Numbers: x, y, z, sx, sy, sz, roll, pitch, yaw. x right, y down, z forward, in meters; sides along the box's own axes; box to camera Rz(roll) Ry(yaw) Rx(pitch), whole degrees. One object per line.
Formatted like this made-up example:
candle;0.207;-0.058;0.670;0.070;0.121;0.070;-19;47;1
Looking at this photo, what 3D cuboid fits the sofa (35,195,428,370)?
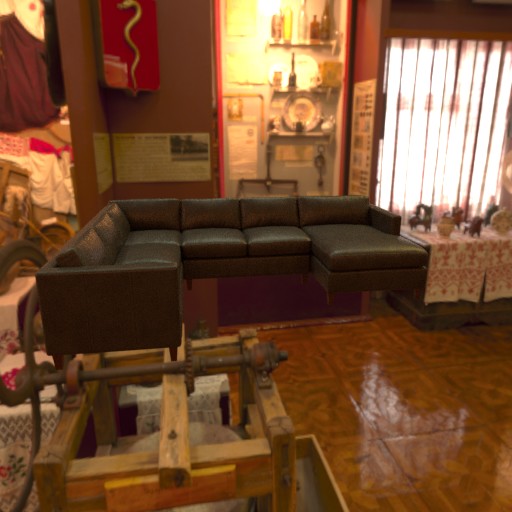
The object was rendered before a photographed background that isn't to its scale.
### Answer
sofa;0.000;0.000;4.394;3.324;0.891;2.452;-2;16;-8
